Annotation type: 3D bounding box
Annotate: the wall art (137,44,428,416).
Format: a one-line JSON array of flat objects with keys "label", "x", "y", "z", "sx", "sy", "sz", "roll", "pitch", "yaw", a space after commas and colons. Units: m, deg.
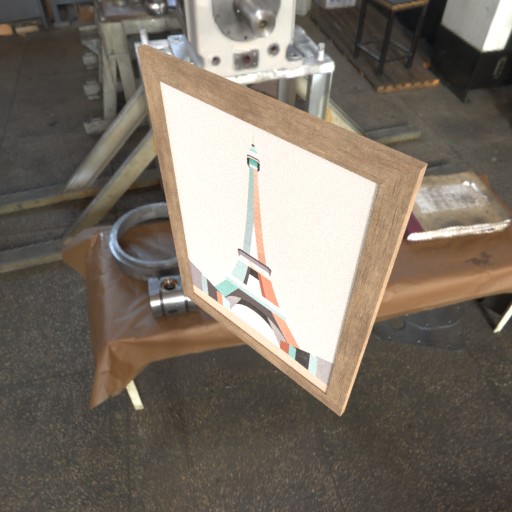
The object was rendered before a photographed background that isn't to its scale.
[{"label": "wall art", "x": 0.000, "y": 0.000, "z": 0.895, "sx": 0.534, "sy": 0.686, "sz": 0.018, "roll": 33, "pitch": 55, "yaw": 27}]
